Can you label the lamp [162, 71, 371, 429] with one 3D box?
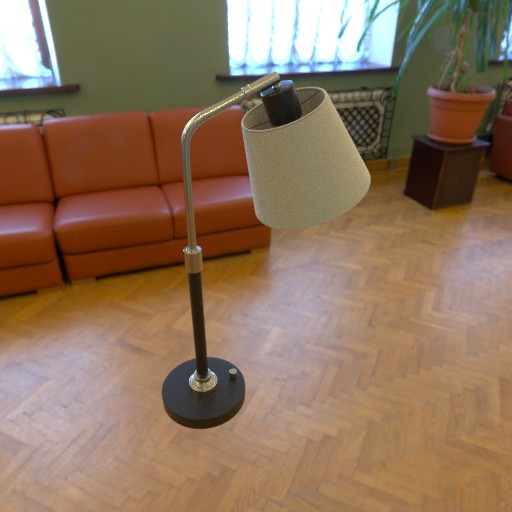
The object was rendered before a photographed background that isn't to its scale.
[{"bbox_3d":[0.000,0.000,0.697,0.348,0.539,0.181,-11,32,-18],"label":"lamp"}]
